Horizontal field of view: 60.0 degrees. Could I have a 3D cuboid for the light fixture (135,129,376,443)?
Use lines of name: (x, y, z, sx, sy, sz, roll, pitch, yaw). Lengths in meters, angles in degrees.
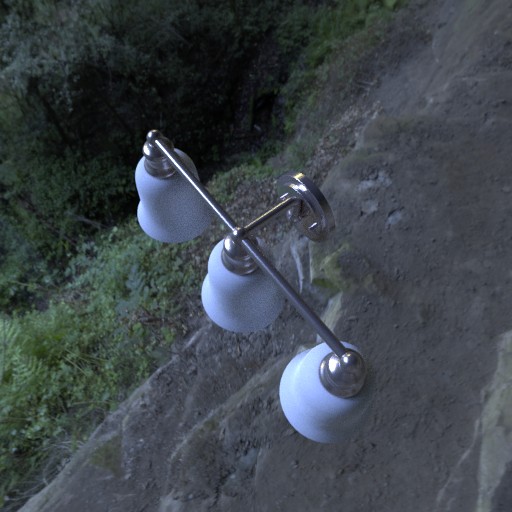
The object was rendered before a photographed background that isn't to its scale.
light fixture: (0.000, 0.000, 0.676, 0.198, 0.211, 0.570, -35, 68, -16)
